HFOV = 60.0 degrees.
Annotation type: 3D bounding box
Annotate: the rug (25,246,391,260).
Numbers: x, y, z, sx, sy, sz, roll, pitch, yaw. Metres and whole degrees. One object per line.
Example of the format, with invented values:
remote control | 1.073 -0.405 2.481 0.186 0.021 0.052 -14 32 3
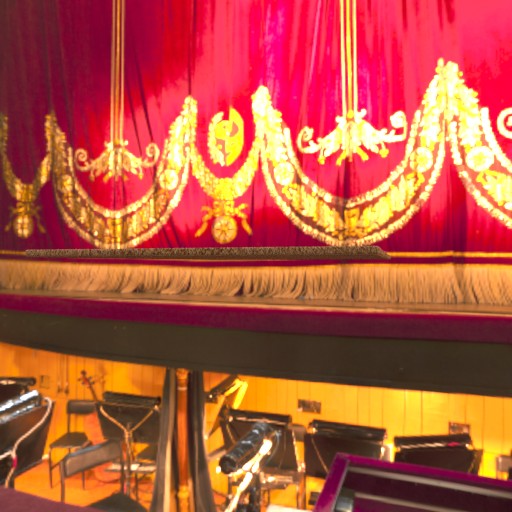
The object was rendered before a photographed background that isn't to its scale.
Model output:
rug | 0.000 0.000 2.114 1.199 0.025 1.600 0 -1 18
